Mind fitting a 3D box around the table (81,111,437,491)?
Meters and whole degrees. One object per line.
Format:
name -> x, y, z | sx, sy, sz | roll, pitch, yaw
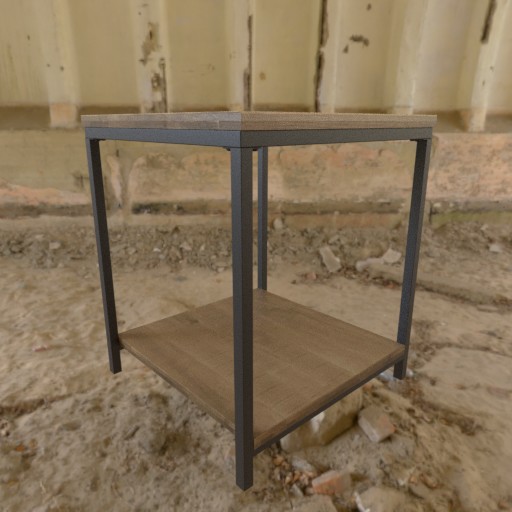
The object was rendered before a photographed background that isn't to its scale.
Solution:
table -> 0.000, 0.000, 0.973 | 0.507, 0.589, 0.503 | -15, 22, -40
